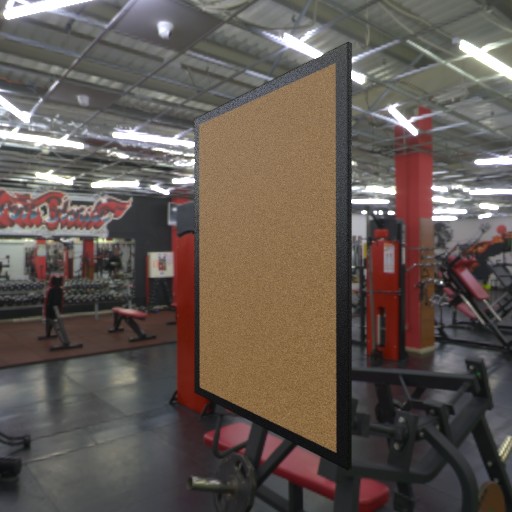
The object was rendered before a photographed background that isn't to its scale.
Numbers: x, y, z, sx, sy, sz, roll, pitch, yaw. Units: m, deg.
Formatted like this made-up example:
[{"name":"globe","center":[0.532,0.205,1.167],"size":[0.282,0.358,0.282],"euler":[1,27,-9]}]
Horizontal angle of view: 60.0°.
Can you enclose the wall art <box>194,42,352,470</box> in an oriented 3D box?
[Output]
[{"name":"wall art","center":[0.000,0.000,1.286],"size":[0.013,0.967,0.707],"euler":[0,0,-37]}]
